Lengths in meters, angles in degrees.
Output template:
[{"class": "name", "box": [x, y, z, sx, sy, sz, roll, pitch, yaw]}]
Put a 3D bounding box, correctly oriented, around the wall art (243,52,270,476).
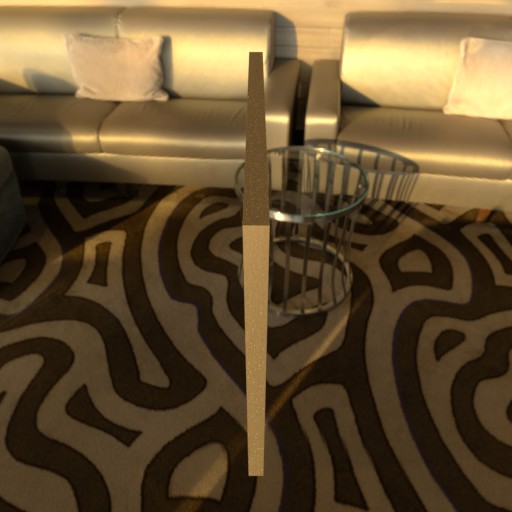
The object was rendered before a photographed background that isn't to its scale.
[{"class": "wall art", "box": [0.000, 0.000, 1.131, 0.036, 0.765, 0.767, 0, 41, 0]}]
